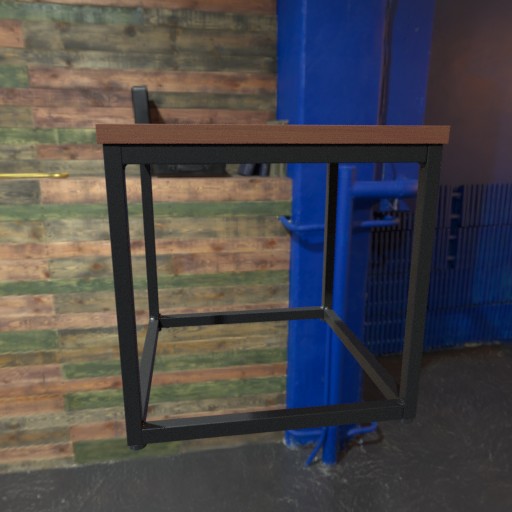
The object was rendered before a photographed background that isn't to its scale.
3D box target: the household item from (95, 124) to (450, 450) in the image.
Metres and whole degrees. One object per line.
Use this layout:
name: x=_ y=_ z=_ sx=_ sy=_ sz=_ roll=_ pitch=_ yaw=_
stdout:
household item: x=0.000 y=0.000 z=0.732 sx=0.400 sy=0.400 sz=0.400 roll=-2 pitch=14 yaw=-8
